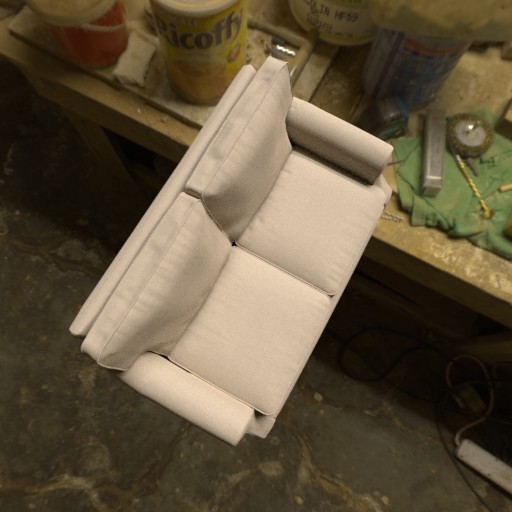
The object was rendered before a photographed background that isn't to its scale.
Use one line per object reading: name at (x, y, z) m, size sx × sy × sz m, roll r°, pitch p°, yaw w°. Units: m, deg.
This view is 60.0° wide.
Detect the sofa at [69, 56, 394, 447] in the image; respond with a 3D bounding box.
sofa at (0.000, 0.000, 2.238) m, size 0.964 × 0.937 × 1.665 m, roll 28°, pitch 77°, yaw 7°
